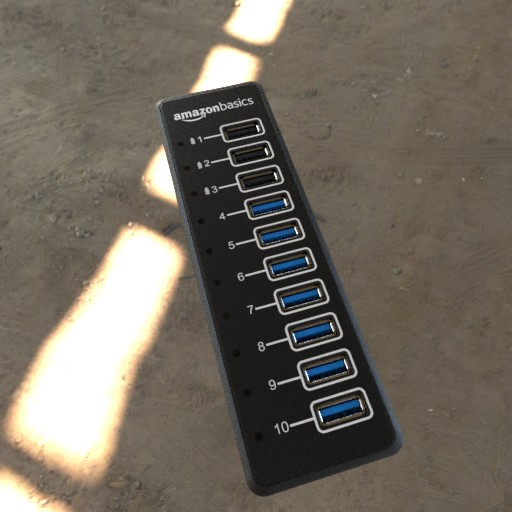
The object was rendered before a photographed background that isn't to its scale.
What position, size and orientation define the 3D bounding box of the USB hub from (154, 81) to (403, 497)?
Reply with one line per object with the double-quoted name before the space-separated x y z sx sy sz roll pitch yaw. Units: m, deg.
"USB hub" 0.000 0.000 0.157 0.044 0.023 0.145 -14 64 -7
